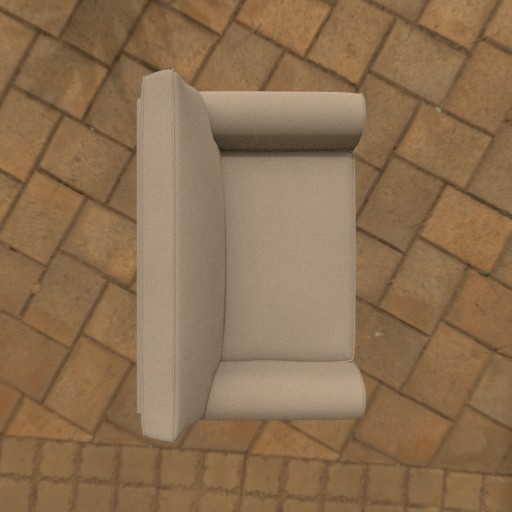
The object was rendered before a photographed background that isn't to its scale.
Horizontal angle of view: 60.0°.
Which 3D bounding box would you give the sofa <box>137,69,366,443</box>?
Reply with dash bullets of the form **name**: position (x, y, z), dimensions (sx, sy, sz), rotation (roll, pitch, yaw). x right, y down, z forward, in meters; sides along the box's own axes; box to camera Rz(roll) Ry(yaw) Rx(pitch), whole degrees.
- **sofa**: position (0.000, 0.000, 2.003), dimensions (0.937, 1.006, 1.405), rotation (0, 90, 0)
